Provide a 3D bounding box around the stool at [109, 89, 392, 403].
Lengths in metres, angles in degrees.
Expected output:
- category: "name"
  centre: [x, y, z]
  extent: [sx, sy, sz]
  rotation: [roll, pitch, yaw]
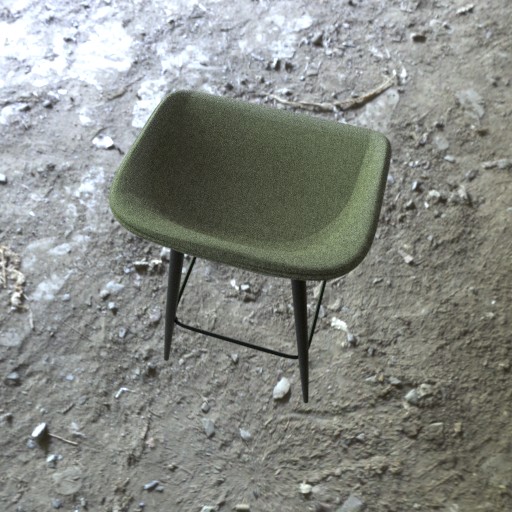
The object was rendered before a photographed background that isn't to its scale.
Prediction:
- category: "stool"
  centre: [0.000, 0.000, 1.108]
  extent: [0.469, 0.814, 0.480]
  rotation: [15, 64, 7]
